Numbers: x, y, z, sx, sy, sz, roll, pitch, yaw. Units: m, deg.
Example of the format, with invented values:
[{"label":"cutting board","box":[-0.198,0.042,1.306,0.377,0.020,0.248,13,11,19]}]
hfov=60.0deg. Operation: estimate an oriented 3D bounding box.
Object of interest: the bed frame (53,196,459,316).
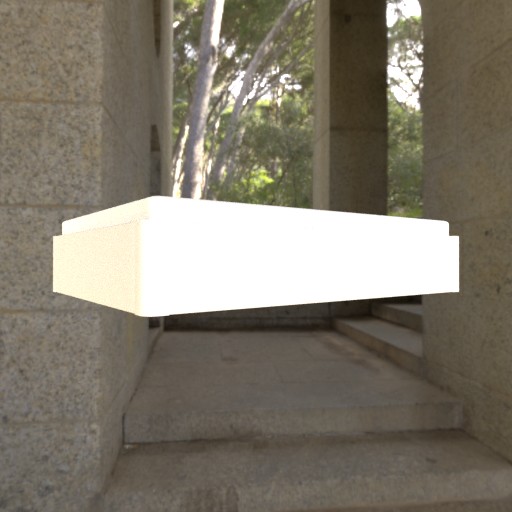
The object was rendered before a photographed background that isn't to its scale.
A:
[{"label":"bed frame","box":[0.000,0.000,2.549,1.900,0.406,1.400,0,0,-36]}]
